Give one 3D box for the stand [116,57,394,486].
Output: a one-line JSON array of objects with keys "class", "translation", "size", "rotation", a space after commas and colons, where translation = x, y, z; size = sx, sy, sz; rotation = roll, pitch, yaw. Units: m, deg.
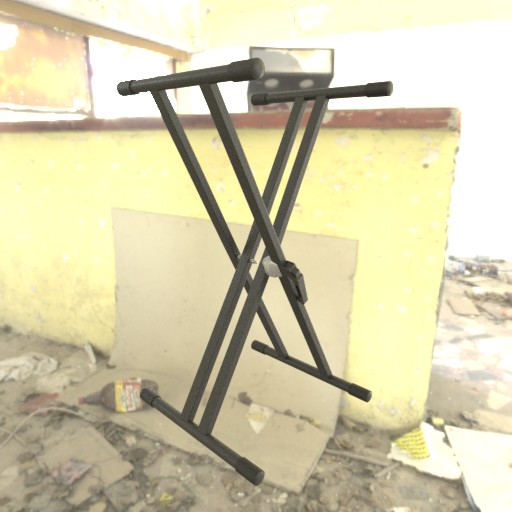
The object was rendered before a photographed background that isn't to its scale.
[{"class": "stand", "translation": [0.000, 0.000, 1.218], "size": [0.503, 0.900, 0.495], "rotation": [-14, 21, -43]}]
